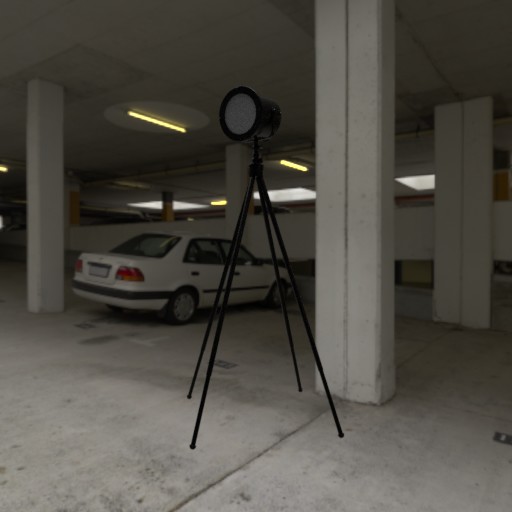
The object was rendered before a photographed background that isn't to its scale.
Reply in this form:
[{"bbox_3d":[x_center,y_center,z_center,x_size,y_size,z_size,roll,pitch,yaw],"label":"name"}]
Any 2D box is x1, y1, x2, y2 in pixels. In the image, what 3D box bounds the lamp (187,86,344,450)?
[{"bbox_3d":[0.000,0.000,2.072,0.879,1.504,0.884,0,1,35],"label":"lamp"}]
